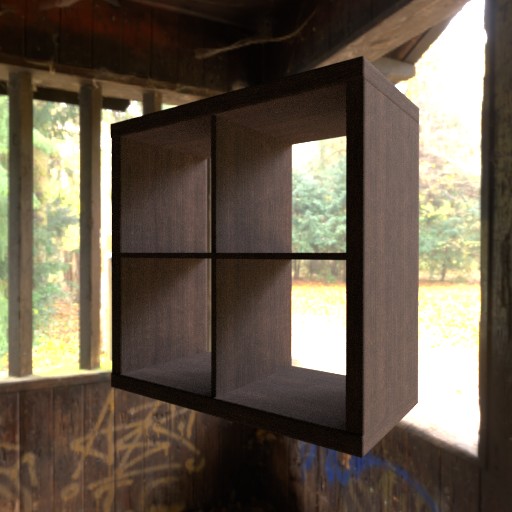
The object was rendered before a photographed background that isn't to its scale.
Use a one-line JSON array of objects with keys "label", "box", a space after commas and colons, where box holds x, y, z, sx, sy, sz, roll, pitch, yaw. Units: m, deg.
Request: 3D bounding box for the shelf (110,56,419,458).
[{"label": "shelf", "box": [0.000, 0.000, 1.254, 0.790, 0.786, 0.390, 0, 1, 36]}]
